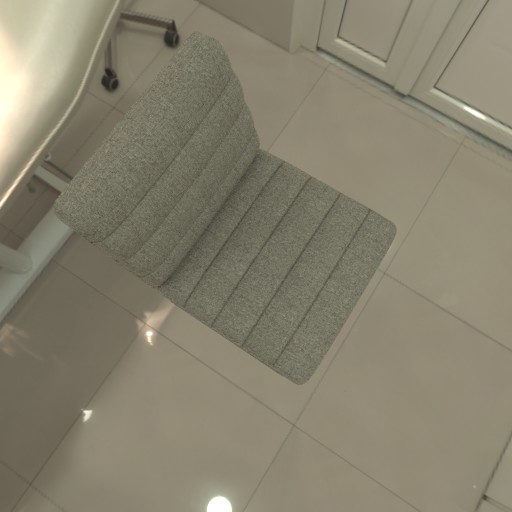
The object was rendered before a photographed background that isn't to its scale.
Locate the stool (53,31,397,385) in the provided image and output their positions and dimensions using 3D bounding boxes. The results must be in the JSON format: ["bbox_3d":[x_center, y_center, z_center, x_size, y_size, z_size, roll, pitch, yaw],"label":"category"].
[{"bbox_3d":[0.000,0.000,1.209,0.560,0.940,0.460,32,78,8],"label":"stool"}]
